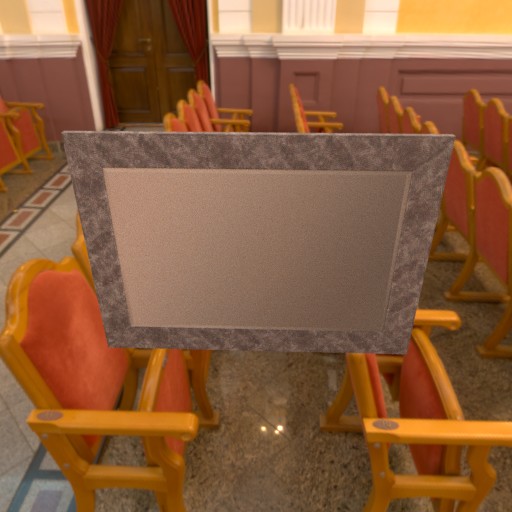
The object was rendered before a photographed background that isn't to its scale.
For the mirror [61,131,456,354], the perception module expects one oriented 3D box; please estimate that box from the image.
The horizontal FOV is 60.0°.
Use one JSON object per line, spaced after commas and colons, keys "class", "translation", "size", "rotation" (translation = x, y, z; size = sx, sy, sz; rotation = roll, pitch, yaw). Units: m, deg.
{"class": "mirror", "translation": [0.000, 0.000, 1.445], "size": [1.101, 0.795, 0.022], "rotation": [1, 30, 2]}
